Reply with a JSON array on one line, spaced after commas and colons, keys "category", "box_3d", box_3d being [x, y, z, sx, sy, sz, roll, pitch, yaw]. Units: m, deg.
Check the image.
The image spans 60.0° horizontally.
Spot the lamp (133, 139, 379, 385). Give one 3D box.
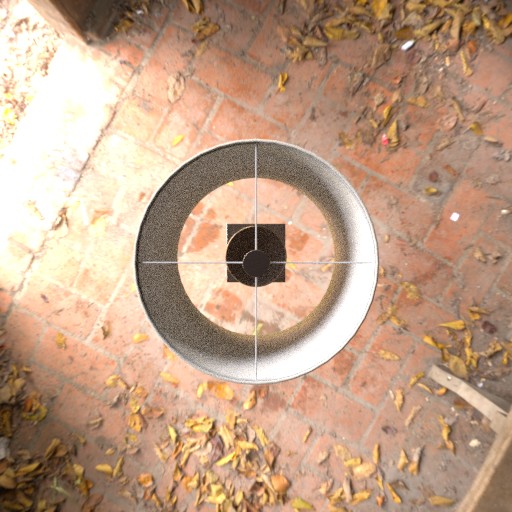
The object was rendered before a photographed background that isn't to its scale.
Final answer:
[{"category": "lamp", "box_3d": [0.000, 0.000, 0.601, 0.202, 0.509, 0.202, 0, 91, 0]}]
